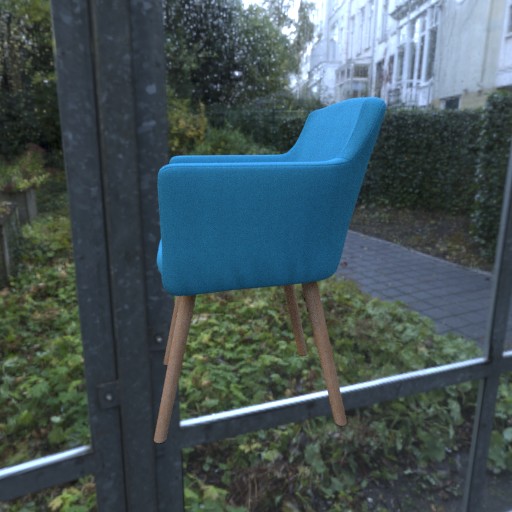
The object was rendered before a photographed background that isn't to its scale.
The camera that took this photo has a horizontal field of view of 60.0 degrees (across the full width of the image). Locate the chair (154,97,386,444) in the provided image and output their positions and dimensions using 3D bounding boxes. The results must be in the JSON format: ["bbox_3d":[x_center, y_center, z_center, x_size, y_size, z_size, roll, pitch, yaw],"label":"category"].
[{"bbox_3d":[0.000,0.000,1.161,0.540,0.780,0.570,-2,14,-8],"label":"chair"}]
